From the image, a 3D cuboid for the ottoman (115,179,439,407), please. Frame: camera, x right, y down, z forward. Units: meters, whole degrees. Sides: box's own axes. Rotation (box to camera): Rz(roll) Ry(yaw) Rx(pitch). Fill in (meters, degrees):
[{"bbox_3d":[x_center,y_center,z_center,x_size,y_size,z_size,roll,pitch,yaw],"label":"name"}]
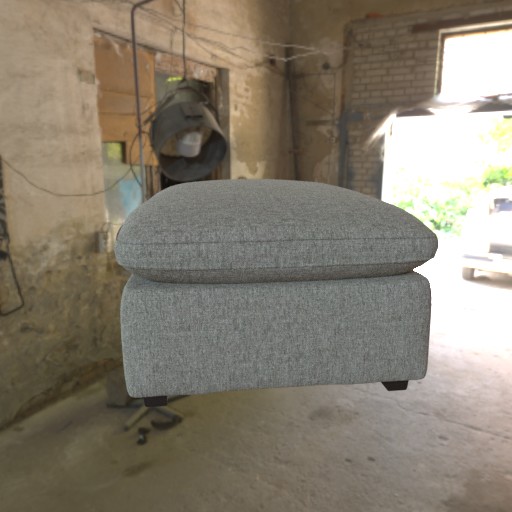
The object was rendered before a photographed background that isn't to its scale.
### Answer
[{"bbox_3d":[0.000,0.000,1.351,0.694,0.451,0.977,-2,13,-7],"label":"ottoman"}]
